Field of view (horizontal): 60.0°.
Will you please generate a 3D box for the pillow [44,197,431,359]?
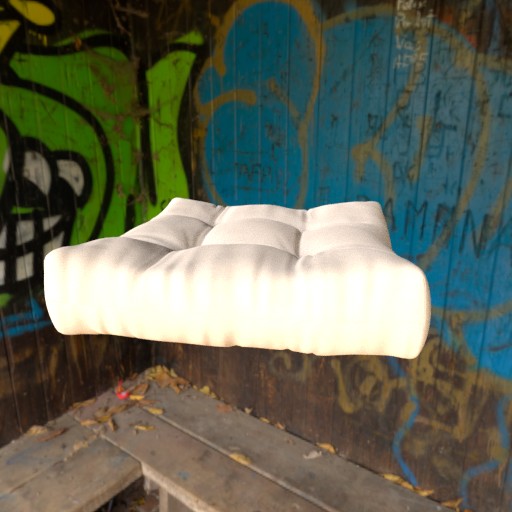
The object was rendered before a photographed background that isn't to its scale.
[{"bbox_3d":[0.000,0.000,0.730,0.468,0.128,0.490,2,16,8],"label":"pillow"}]
